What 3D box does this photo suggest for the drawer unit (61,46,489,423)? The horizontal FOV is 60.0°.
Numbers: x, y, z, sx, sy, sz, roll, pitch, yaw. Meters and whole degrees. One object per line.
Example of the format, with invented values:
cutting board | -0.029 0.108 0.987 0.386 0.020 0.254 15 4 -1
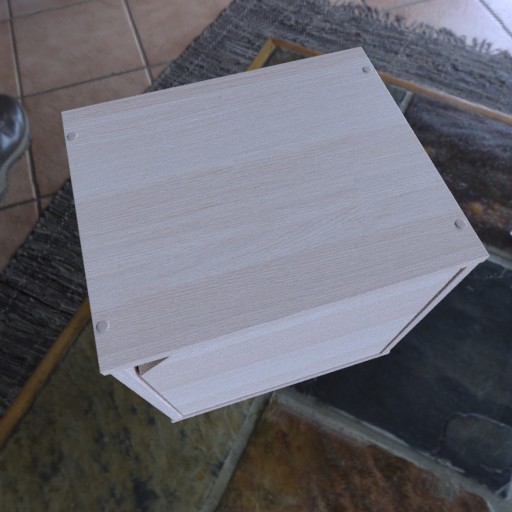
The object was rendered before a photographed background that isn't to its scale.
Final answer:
drawer unit | 0.000 0.000 0.590 0.349 0.344 0.290 -15 64 -8
